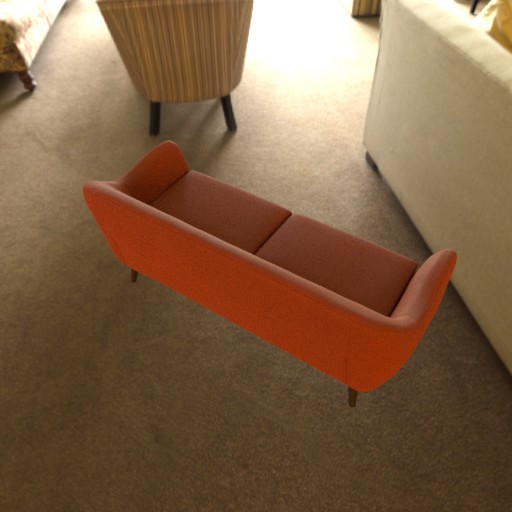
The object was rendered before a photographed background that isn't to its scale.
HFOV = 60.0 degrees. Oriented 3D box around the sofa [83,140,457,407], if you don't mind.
[{"bbox_3d":[0.000,0.000,2.371,1.840,0.836,0.820,25,51,22],"label":"sofa"}]
